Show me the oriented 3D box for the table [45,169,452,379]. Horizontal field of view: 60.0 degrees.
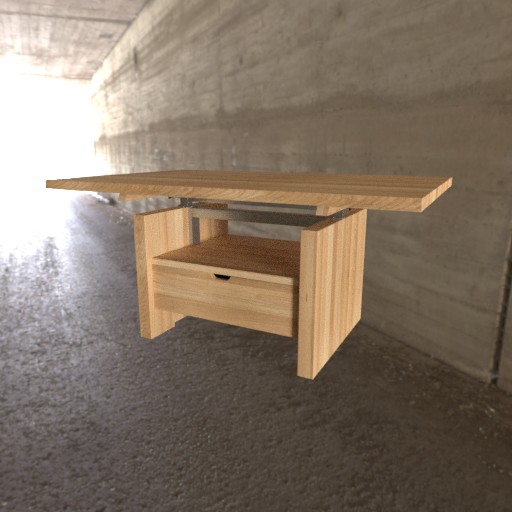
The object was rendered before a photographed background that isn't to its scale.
[{"bbox_3d":[0.000,0.000,1.475,1.100,0.510,0.700,7,16,27],"label":"table"}]
